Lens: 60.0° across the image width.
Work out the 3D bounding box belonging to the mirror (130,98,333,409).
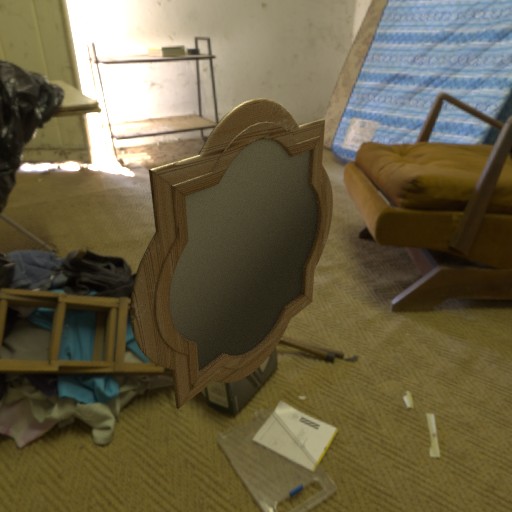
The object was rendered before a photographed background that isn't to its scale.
[{"bbox_3d":[0.000,0.000,1.044,0.019,0.686,0.686,21,35,34],"label":"mirror"}]
